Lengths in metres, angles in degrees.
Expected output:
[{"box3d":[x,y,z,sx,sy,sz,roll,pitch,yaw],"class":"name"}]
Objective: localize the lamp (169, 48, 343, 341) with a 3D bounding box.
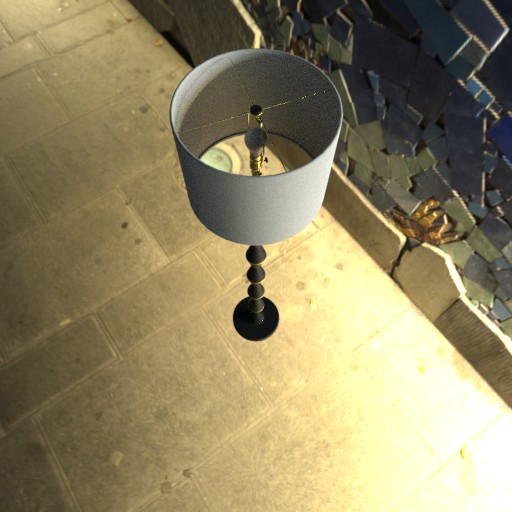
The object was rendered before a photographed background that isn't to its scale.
[{"box3d":[0.000,0.000,1.638,0.381,1.480,0.381,-19,65,-9],"class":"lamp"}]
